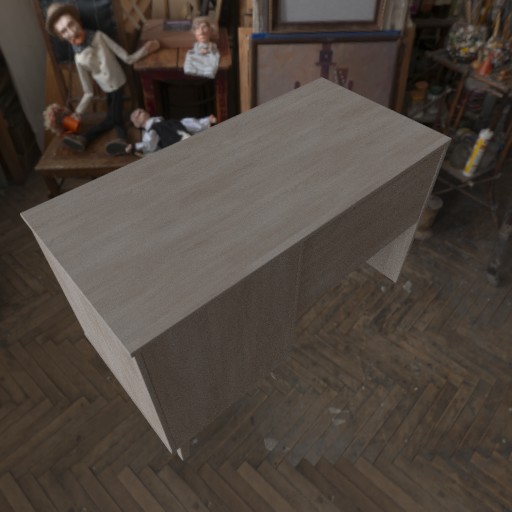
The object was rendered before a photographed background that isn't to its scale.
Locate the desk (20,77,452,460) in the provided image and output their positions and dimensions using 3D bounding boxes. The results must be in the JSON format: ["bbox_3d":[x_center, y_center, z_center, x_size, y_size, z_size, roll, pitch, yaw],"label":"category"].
[{"bbox_3d":[0.000,0.000,1.663,1.251,0.770,0.600,-33,56,-27],"label":"desk"}]
